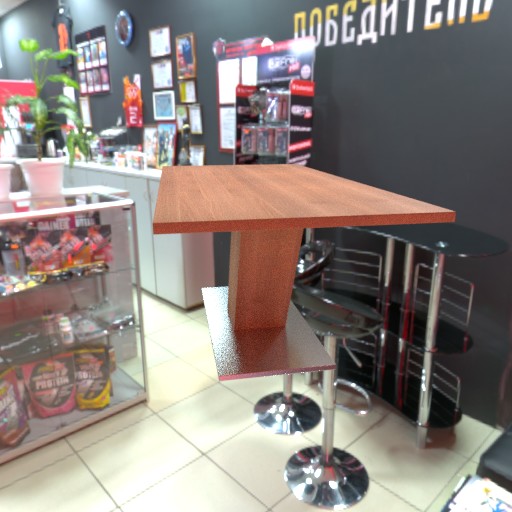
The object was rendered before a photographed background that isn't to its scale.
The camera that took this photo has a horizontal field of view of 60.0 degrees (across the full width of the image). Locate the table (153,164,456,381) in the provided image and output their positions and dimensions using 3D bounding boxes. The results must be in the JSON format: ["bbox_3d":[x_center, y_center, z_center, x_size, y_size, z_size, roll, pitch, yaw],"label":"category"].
[{"bbox_3d":[0.000,0.000,2.221,0.900,0.750,1.800,-3,17,-10],"label":"table"}]
